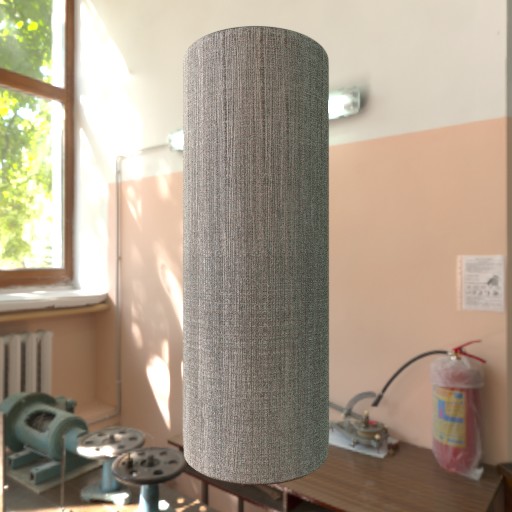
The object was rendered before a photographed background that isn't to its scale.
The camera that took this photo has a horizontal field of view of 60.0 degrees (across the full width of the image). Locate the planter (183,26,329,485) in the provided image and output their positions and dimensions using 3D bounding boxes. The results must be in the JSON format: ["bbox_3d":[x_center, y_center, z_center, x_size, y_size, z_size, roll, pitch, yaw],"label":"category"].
[{"bbox_3d":[0.000,0.000,0.308,0.100,0.270,0.100,0,0,-18],"label":"planter"}]
